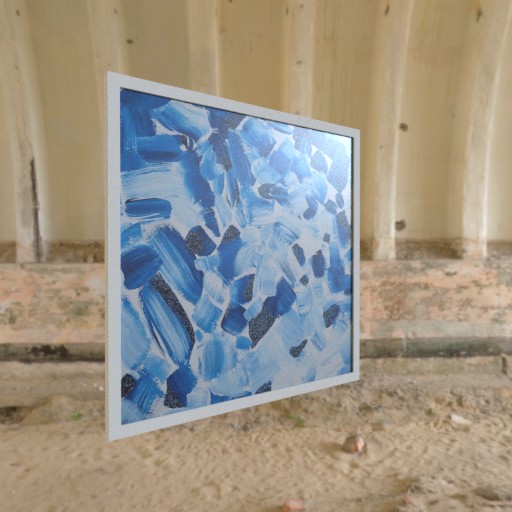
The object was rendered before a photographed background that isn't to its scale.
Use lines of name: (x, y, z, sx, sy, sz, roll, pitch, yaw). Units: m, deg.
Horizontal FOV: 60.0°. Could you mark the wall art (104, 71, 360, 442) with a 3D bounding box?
wall art: (0.000, 0.000, 0.684, 0.457, 0.457, 0.012, 0, 1, -35)
